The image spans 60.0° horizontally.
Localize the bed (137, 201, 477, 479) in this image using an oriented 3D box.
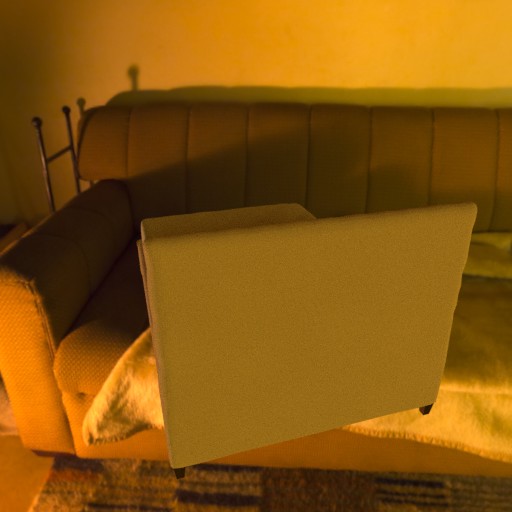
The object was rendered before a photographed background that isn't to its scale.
[{"bbox_3d":[0.000,0.000,3.350,1.698,1.427,2.387,-8,27,-15],"label":"bed"}]
